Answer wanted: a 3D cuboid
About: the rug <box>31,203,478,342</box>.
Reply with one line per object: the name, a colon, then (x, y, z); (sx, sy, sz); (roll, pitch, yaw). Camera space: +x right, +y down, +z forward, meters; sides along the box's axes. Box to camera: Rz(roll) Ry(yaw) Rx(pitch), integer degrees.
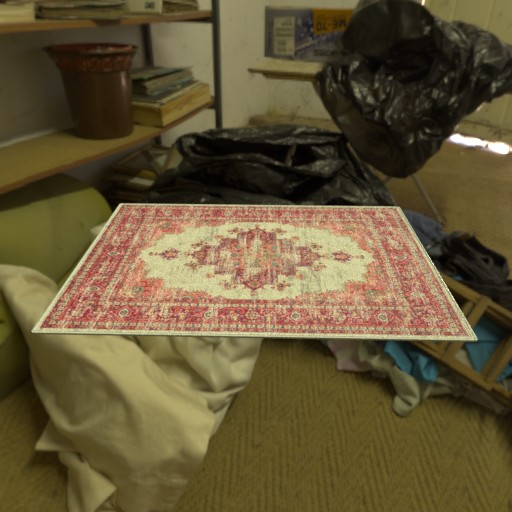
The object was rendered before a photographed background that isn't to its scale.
rug: (0.000, 0.000, 2.247); (1.747, 0.011, 1.217); (1, 31, 1)
